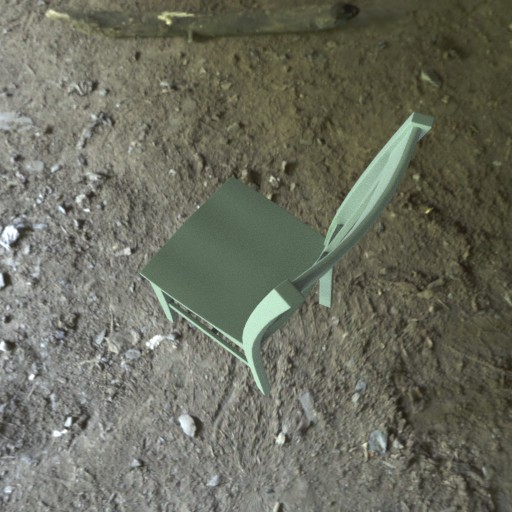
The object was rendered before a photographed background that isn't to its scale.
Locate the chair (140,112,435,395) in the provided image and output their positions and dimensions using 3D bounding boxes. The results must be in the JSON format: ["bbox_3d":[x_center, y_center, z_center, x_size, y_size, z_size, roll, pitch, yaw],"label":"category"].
[{"bbox_3d":[0.000,0.000,1.265,0.542,0.983,0.485,34,68,16],"label":"chair"}]
